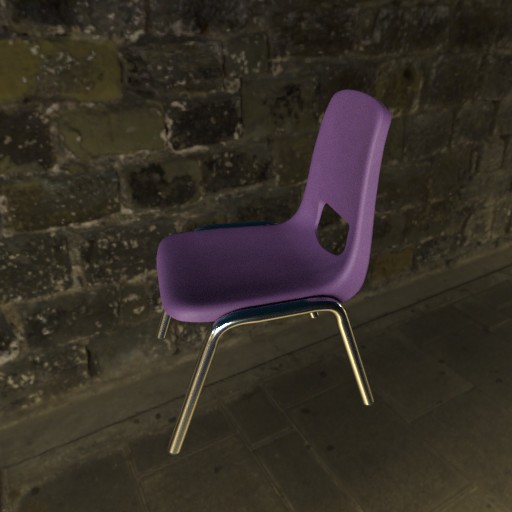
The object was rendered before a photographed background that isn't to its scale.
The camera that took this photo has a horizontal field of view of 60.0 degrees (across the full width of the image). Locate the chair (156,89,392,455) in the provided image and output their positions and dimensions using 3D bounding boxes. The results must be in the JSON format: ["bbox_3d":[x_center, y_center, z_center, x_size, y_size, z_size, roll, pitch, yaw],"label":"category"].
[{"bbox_3d":[0.000,0.000,0.853,0.419,0.584,0.356,-7,30,-13],"label":"chair"}]
